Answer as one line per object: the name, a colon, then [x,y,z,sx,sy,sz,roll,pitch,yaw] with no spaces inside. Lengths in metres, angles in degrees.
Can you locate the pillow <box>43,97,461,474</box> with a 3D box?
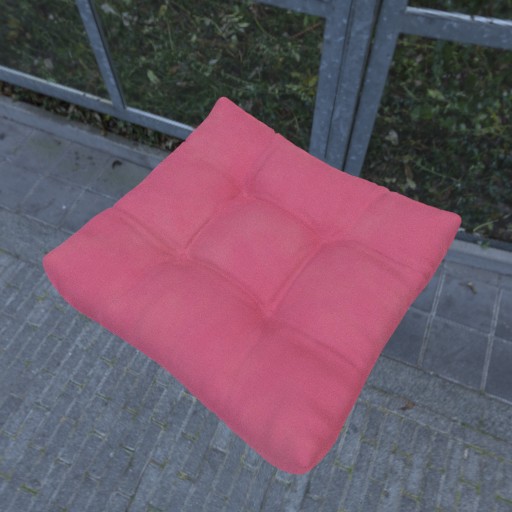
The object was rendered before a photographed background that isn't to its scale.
pillow: [0.000,0.000,0.710,0.490,0.128,0.468,32,64,18]
